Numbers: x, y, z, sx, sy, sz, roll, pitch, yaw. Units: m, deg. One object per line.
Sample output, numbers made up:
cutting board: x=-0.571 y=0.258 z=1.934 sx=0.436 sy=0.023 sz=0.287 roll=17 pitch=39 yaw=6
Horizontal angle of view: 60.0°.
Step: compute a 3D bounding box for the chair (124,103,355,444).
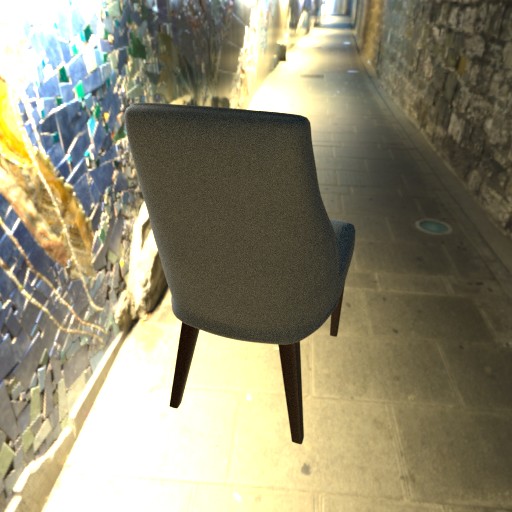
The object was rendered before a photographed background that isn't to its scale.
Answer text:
chair: x=0.000 y=0.000 z=1.275 sx=0.500 sy=0.930 sz=0.620 roll=10 pitch=31 yaw=16
